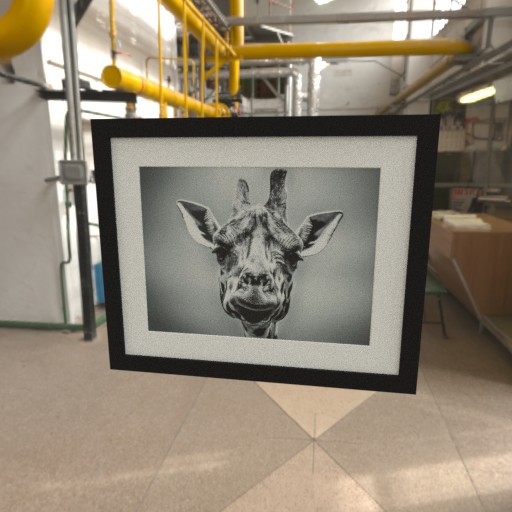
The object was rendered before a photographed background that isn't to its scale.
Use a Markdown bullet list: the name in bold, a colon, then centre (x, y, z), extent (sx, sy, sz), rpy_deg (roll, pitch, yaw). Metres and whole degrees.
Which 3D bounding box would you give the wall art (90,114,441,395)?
- **wall art**: centre (0.000, 0.000, 0.763), extent (0.558, 0.457, 0.031), rpy_deg (2, 13, 9)
